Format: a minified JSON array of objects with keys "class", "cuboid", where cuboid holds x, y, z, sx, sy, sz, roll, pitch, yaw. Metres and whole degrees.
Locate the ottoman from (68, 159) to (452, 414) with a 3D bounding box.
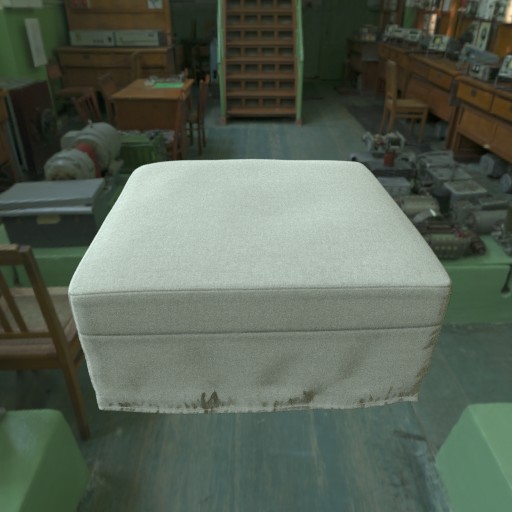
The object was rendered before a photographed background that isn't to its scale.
[{"class":"ottoman","cuboid":[0.000,0.000,1.356,0.840,0.436,0.843,-1,30,-2]}]
